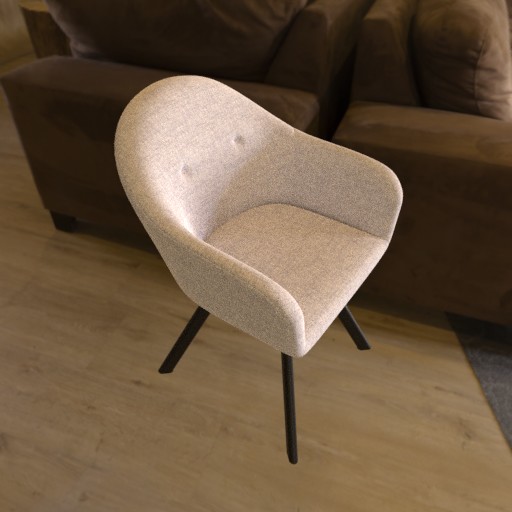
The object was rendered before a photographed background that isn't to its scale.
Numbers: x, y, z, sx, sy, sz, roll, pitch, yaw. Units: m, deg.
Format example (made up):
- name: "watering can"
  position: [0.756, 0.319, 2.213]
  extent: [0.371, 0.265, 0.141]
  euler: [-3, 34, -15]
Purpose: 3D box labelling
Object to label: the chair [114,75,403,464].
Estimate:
- name: "chair"
  position: [0.000, 0.000, 1.130]
  extent: [0.570, 0.780, 0.540]
  euler: [25, 46, 26]
